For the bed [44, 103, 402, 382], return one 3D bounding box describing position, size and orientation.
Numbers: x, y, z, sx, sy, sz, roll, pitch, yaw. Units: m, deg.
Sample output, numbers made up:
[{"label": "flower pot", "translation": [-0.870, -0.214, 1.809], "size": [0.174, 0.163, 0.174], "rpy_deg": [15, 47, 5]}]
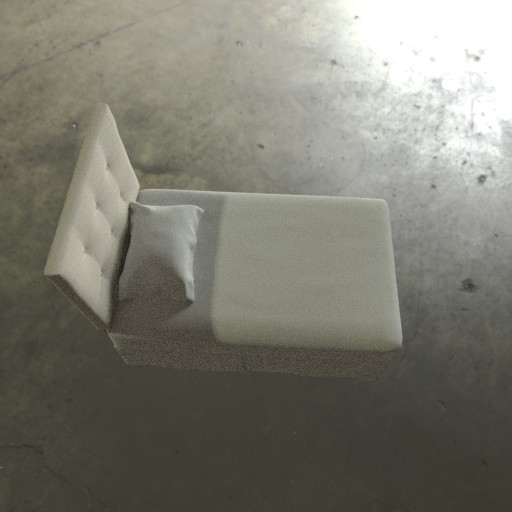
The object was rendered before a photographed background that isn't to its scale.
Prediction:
[{"label": "bed", "translation": [0.000, 0.000, 3.021], "size": [1.997, 1.571, 1.261], "rpy_deg": [3, 62, 1]}]
